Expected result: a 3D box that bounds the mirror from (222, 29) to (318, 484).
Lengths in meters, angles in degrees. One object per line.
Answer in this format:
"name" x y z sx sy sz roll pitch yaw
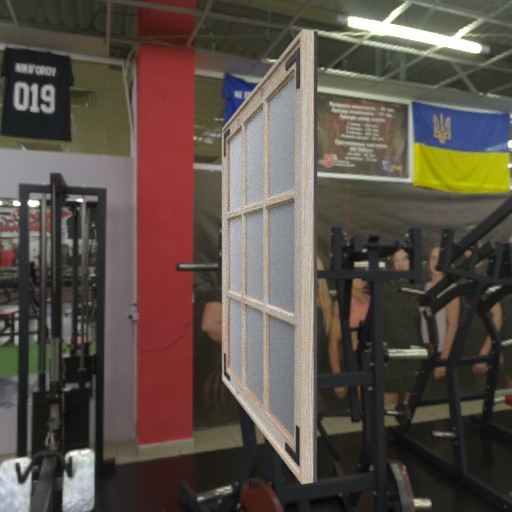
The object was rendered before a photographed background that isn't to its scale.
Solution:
"mirror" 0.000 0.000 1.213 0.032 0.882 0.730 0 1 -17
